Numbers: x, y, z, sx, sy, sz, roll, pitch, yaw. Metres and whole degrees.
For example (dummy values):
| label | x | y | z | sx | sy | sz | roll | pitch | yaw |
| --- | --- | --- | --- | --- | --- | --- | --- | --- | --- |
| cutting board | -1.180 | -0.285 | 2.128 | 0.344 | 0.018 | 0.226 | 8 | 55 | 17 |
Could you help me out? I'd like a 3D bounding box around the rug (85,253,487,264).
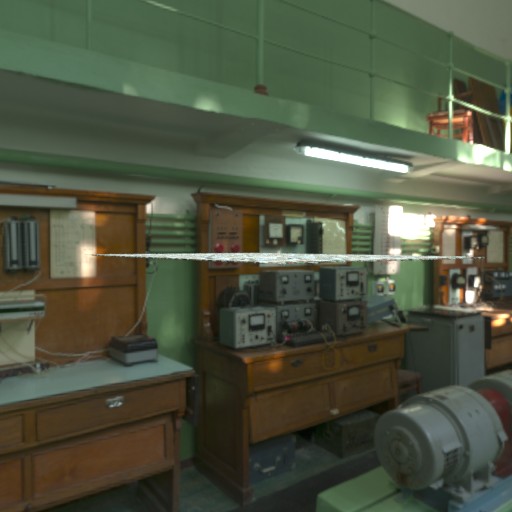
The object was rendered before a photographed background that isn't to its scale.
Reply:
| label | x | y | z | sx | sy | sz | roll | pitch | yaw |
| --- | --- | --- | --- | --- | --- | --- | --- | --- | --- |
| rug | 0.000 | 0.000 | 2.306 | 1.219 | 0.008 | 1.829 | -1 | 1 | -37 |
